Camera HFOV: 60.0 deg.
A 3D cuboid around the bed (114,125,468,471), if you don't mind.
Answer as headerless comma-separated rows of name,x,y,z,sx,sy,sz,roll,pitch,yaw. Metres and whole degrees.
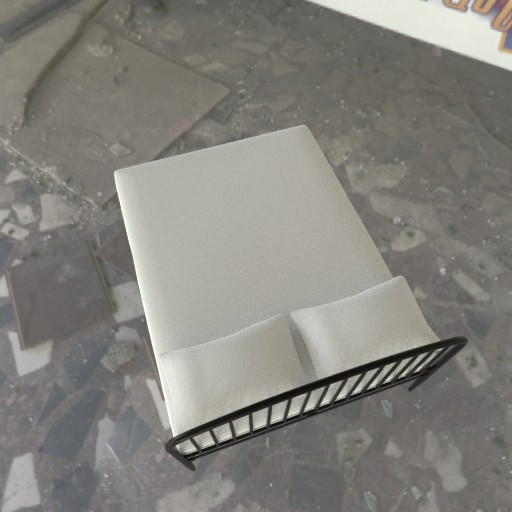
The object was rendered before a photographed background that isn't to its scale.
bed,0.000,0.000,3.017,1.618,1.166,2.159,-16,60,-10
